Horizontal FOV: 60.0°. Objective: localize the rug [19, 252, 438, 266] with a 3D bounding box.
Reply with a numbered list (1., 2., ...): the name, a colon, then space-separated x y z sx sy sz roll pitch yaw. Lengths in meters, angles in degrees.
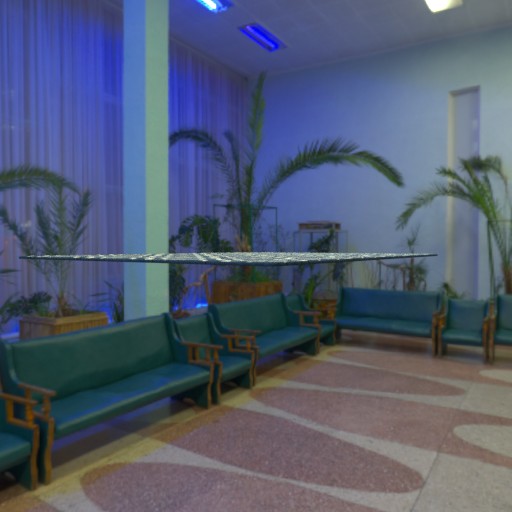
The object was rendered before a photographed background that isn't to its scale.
1. rug: 0.000 0.000 3.788 2.270 0.020 2.881 1 1 36
